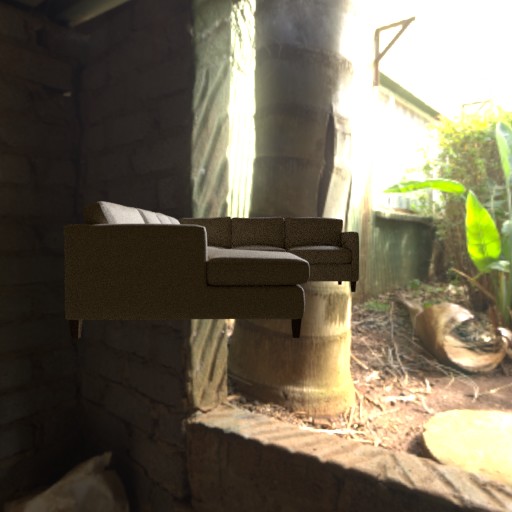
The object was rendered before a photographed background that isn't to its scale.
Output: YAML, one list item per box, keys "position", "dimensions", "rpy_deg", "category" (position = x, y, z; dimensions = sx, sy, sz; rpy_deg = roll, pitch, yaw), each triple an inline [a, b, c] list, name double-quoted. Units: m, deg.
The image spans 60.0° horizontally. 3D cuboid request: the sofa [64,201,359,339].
- position: [0.000, 0.000, 4.598]
  dimensions: [2.593, 0.959, 3.460]
  rpy_deg: [0, 2, -1]
  category: "sofa"
